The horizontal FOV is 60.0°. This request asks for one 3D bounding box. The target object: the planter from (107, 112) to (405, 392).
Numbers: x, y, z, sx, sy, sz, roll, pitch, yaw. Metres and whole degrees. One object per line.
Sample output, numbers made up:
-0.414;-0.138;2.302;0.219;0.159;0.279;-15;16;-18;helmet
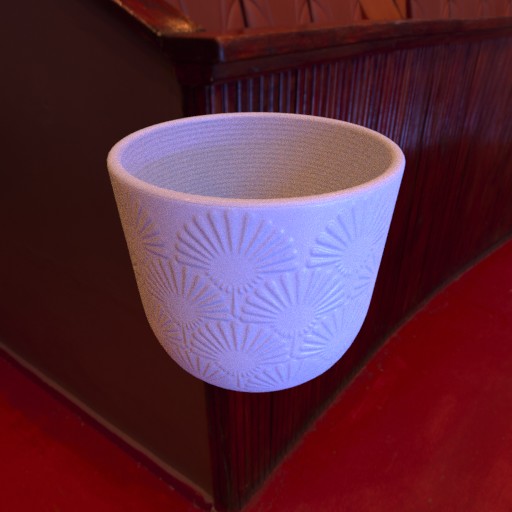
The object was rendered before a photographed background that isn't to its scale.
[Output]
0.000;0.000;0.300;0.170;0.152;0.170;0;31;0;planter
